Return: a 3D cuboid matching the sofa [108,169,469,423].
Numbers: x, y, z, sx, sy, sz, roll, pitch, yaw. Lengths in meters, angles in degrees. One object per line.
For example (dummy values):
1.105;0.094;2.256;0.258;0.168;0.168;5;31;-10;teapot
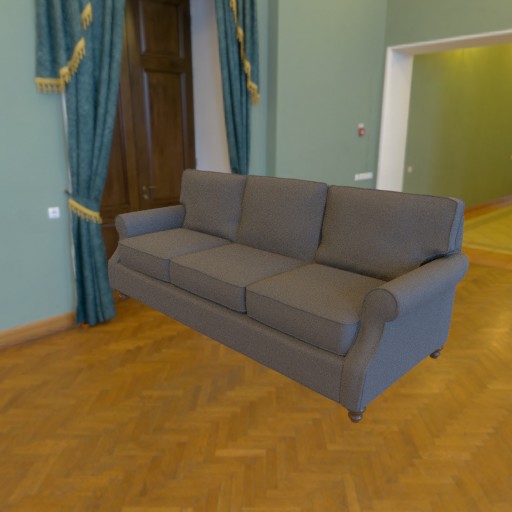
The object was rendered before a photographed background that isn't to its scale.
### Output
0.000;0.000;2.818;0.966;0.948;2.353;-16;22;-43;sofa
